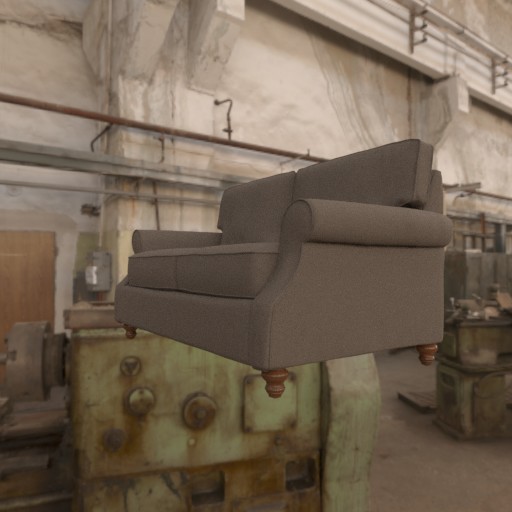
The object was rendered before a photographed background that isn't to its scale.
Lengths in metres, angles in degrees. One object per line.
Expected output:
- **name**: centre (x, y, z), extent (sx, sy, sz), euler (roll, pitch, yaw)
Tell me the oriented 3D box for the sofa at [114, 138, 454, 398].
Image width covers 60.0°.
- **sofa**: centre (0.000, 0.000, 2.213), extent (0.964, 0.937, 1.665), euler (1, -1, -35)
